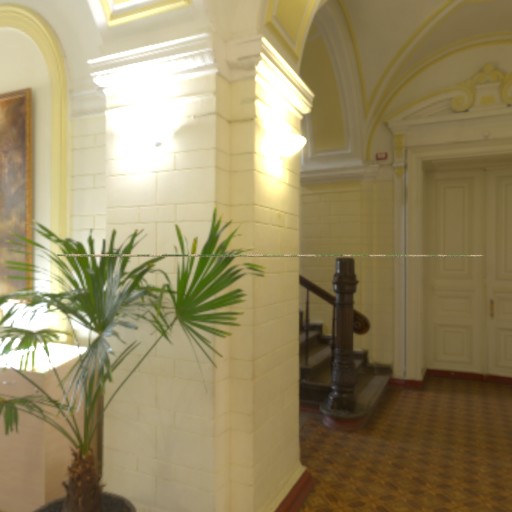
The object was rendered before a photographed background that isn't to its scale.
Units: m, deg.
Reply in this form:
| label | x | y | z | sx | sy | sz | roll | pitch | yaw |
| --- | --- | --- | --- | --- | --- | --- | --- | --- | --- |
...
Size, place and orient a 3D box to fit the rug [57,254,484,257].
| label | x | y | z | sx | sy | sz | roll | pitch | yaw |
| --- | --- | --- | --- | --- | --- | --- | --- | --- | --- |
| rug | 0.000 | 0.000 | 2.328 | 1.826 | 0.006 | 1.220 | 0 | 0 | -20 |
